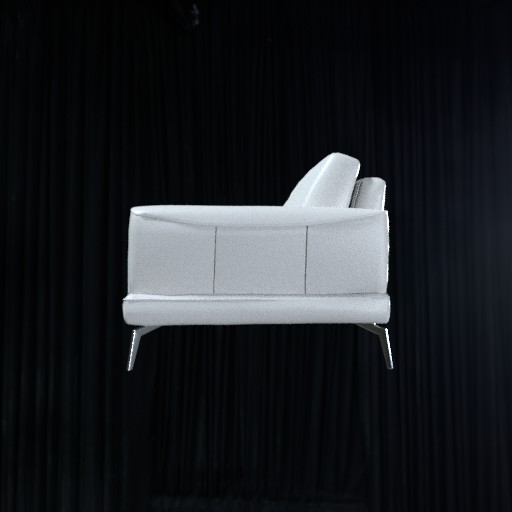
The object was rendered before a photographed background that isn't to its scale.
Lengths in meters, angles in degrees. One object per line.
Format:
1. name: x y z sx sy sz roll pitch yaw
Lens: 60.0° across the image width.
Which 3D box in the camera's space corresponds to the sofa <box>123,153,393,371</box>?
1. sofa: 0.000 0.000 2.797 1.121 0.930 2.177 0 0 -1
